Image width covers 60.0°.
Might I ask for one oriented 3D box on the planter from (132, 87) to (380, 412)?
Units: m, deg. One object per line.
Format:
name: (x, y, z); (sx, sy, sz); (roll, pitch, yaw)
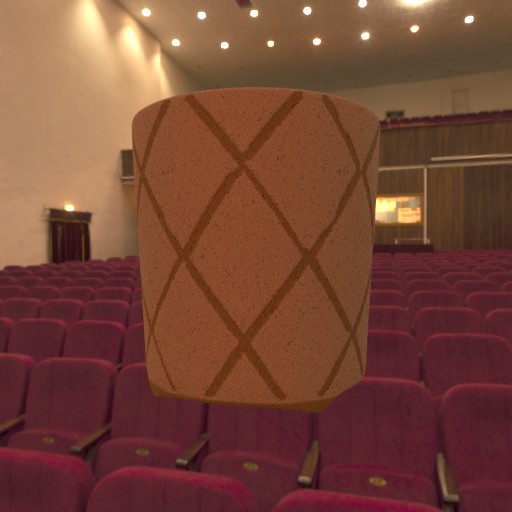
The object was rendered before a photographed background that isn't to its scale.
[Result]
planter: (0.000, 0.000, 0.354); (0.191, 0.199, 0.191); (0, 0, 0)
